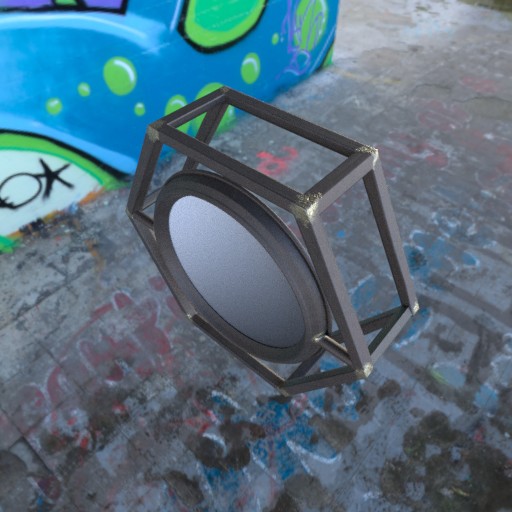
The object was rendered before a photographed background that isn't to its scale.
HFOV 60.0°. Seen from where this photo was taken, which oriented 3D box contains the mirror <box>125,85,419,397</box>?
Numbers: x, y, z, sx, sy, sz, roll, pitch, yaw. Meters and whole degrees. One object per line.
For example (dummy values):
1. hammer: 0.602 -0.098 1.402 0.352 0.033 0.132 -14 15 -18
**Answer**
1. mirror: 0.000 0.000 0.549 0.380 0.334 0.119 32 55 26
